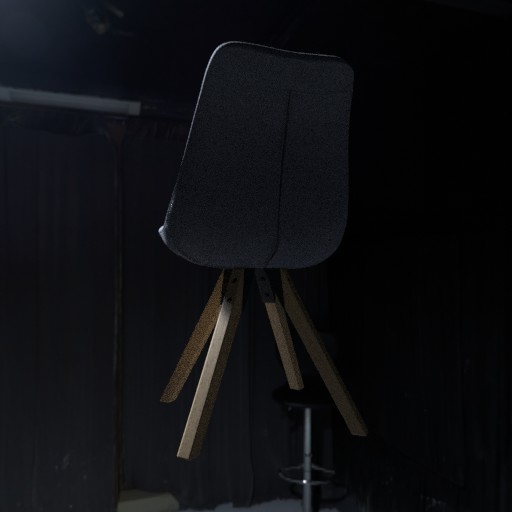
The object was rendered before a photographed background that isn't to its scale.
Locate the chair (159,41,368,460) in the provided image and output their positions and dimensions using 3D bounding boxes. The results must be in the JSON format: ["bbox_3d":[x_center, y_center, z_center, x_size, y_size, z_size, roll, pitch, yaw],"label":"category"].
[{"bbox_3d":[0.000,0.000,1.156,0.485,0.850,0.550,0,0,-18],"label":"chair"}]
